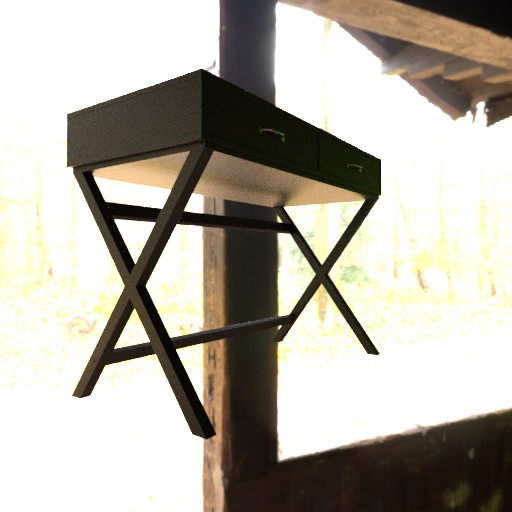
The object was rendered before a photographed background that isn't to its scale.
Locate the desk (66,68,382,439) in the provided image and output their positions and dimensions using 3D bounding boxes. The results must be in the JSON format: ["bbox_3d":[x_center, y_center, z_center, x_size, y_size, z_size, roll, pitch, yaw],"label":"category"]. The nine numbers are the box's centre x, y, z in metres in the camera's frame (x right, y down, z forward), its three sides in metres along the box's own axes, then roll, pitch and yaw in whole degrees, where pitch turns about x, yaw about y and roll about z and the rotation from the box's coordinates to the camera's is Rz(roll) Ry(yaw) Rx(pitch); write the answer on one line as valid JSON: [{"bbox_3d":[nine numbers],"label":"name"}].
[{"bbox_3d":[0.000,0.000,1.493,0.525,0.780,1.057,0,0,36],"label":"desk"}]
